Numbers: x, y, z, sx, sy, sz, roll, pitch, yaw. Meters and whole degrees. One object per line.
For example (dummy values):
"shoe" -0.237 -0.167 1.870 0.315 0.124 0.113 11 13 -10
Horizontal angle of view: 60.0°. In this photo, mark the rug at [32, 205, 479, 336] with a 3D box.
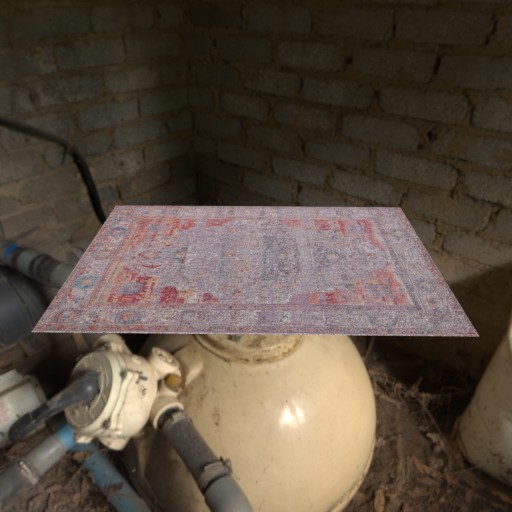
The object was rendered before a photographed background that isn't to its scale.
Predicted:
"rug" 0.000 0.000 2.329 1.829 0.005 1.219 0 31 1
